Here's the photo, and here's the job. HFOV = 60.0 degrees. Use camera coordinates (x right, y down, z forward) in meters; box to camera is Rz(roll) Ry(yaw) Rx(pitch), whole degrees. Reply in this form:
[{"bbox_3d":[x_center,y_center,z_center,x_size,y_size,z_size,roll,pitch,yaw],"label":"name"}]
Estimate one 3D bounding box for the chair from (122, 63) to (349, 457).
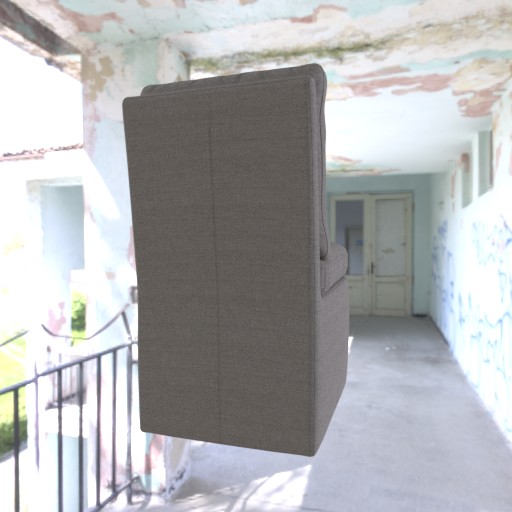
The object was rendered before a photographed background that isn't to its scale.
[{"bbox_3d":[0.000,0.000,1.346,0.503,0.927,0.698,0,1,18],"label":"chair"}]
